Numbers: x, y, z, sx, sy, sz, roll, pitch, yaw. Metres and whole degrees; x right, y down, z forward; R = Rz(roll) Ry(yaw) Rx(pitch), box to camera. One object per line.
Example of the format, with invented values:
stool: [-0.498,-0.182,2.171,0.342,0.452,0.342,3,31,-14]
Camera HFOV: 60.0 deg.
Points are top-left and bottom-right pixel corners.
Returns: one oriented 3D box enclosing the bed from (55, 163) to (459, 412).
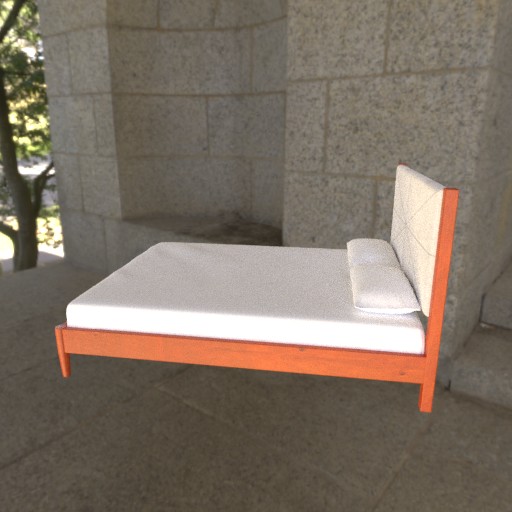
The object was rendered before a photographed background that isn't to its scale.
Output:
bed: [0.000,0.000,3.057,2.117,1.165,1.566,3,16,9]
